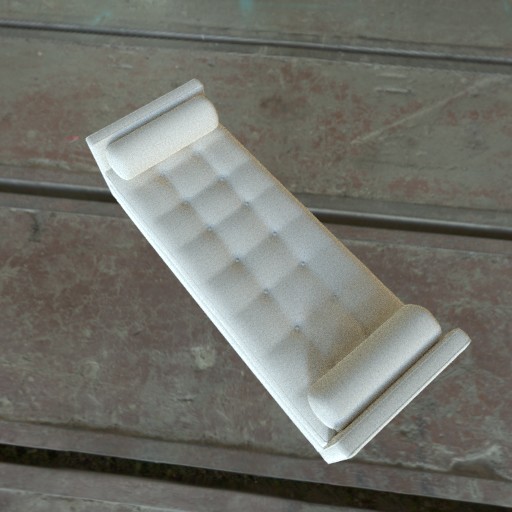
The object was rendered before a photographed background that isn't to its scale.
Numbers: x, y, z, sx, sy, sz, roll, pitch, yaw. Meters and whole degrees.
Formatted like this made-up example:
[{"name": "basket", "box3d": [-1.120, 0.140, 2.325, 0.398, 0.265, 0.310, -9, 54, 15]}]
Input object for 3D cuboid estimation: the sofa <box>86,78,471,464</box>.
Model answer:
[{"name": "sofa", "box3d": [0.000, 0.000, 2.344, 0.746, 0.641, 1.985, -36, 68, -17]}]
